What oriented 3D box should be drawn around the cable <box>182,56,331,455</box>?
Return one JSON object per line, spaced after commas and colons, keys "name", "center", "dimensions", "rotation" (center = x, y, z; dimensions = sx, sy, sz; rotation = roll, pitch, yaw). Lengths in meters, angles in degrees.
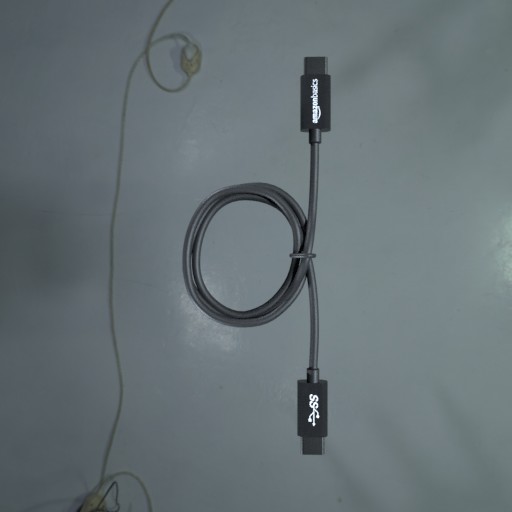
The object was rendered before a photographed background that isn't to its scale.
{"name": "cable", "center": [0.000, 0.000, 0.206], "dimensions": [0.070, 0.014, 0.186], "rotation": [0, 90, 2]}
